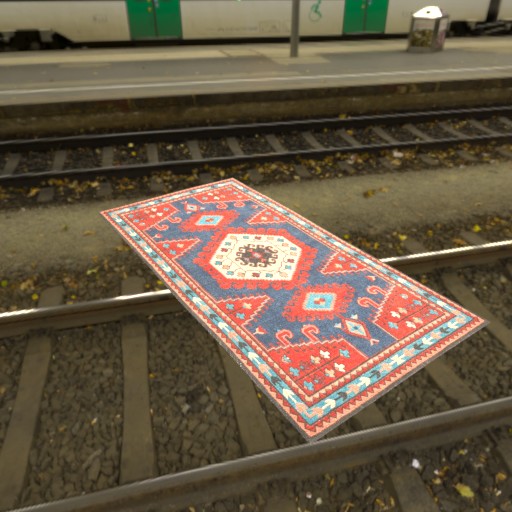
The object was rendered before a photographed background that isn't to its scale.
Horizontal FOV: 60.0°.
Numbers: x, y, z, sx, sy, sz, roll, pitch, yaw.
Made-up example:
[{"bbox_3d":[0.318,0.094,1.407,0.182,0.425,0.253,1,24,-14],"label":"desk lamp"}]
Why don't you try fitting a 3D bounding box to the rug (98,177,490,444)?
[{"bbox_3d":[0.000,0.000,3.507,1.522,0.034,3.032,-20,37,-30],"label":"rug"}]
